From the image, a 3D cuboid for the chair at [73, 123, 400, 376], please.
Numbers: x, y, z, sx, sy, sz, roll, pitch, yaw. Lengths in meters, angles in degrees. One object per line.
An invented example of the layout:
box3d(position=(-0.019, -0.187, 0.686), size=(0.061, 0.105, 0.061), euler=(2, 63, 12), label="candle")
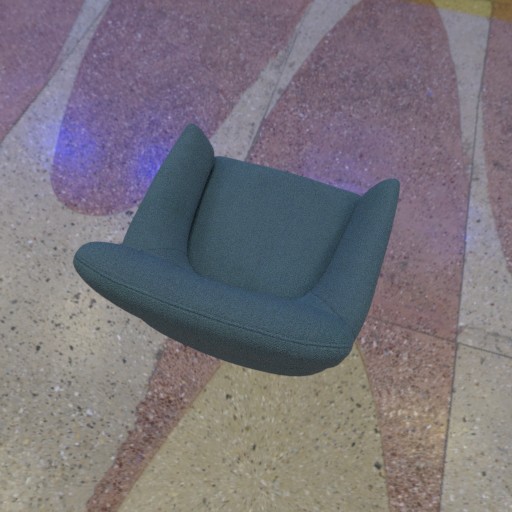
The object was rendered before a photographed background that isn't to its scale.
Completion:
box3d(position=(0.000, 0.000, 1.384), size=(0.738, 0.813, 0.761), euler=(17, 64, 9), label="chair")
